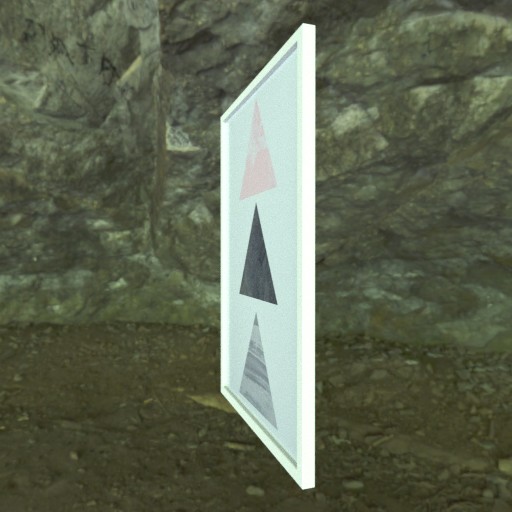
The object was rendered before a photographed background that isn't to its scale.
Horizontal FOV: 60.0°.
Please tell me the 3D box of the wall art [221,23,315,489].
[{"bbox_3d":[0.000,0.000,0.557,0.013,0.433,0.303,0,1,-19],"label":"wall art"}]
